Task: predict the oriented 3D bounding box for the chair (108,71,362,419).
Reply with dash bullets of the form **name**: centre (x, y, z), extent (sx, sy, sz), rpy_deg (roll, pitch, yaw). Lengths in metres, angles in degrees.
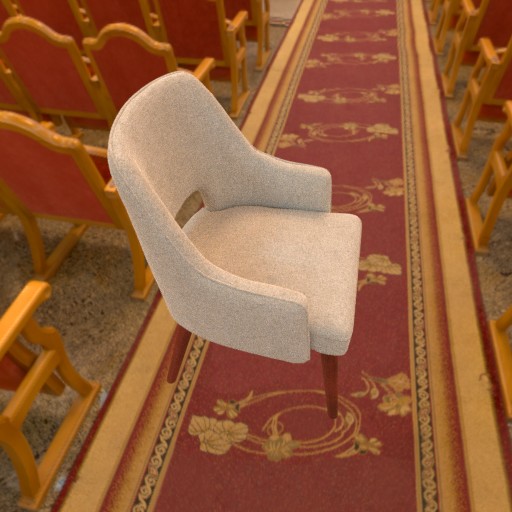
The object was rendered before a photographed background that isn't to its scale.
- **chair**: centre (0.000, 0.000, 1.237), extent (0.605, 0.849, 0.548), rpy_deg (9, 47, 9)
